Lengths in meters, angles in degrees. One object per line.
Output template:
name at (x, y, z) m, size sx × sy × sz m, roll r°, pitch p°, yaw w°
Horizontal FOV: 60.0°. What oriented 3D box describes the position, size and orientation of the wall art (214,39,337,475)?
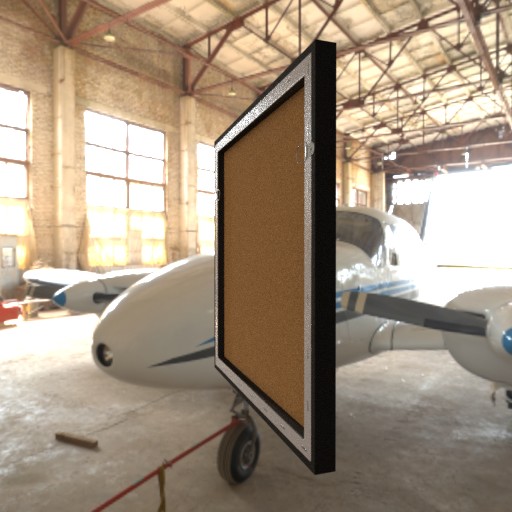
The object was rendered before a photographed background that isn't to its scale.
wall art at (0.000, 0.000, 1.135) m, size 0.044 × 0.758 × 0.758 m, roll 0°, pitch 1°, yaw -19°
